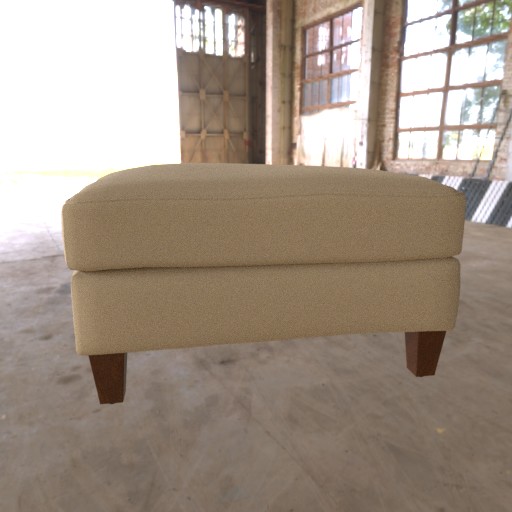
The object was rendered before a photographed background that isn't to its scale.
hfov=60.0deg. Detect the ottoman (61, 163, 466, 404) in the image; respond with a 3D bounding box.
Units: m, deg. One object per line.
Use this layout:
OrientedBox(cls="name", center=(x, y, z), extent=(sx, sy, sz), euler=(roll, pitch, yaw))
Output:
OrientedBox(cls="ottoman", center=(0.000, 0.000, 1.176), extent=(0.818, 0.485, 0.634), euler=(-2, 14, -9))
